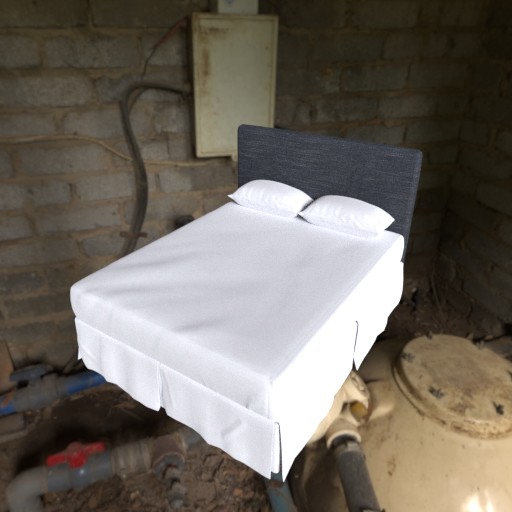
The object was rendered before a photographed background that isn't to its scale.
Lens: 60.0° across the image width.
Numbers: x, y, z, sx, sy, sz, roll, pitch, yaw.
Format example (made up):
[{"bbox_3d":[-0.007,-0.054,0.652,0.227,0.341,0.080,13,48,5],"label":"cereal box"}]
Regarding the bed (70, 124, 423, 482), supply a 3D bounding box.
[{"bbox_3d":[0.000,0.000,3.206,1.723,1.330,2.142,18,33,29],"label":"bed"}]
